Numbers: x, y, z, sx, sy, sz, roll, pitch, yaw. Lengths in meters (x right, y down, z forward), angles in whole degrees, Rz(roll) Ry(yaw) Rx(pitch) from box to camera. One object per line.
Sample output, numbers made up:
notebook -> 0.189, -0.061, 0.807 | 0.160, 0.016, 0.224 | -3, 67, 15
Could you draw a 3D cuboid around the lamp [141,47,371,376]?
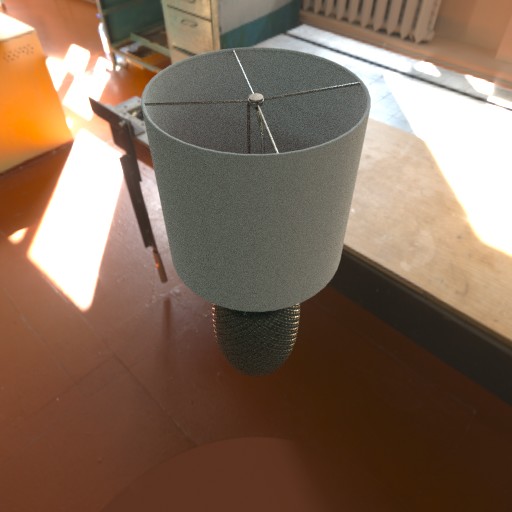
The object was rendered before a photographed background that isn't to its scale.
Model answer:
lamp -> 0.000, 0.000, 0.586 | 0.217, 0.453, 0.217 | -9, 47, -8
